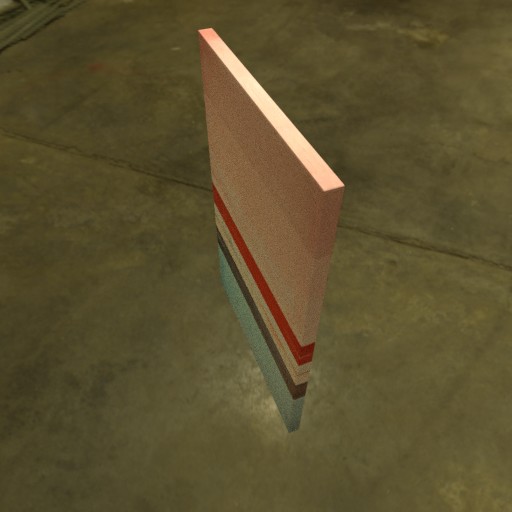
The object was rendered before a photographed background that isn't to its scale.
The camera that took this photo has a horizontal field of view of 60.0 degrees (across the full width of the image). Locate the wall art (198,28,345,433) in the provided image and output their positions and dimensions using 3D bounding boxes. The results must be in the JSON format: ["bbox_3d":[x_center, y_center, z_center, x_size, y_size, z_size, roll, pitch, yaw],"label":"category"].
[{"bbox_3d":[0.000,0.000,1.158,0.038,0.914,0.610,-17,50,-14],"label":"wall art"}]
